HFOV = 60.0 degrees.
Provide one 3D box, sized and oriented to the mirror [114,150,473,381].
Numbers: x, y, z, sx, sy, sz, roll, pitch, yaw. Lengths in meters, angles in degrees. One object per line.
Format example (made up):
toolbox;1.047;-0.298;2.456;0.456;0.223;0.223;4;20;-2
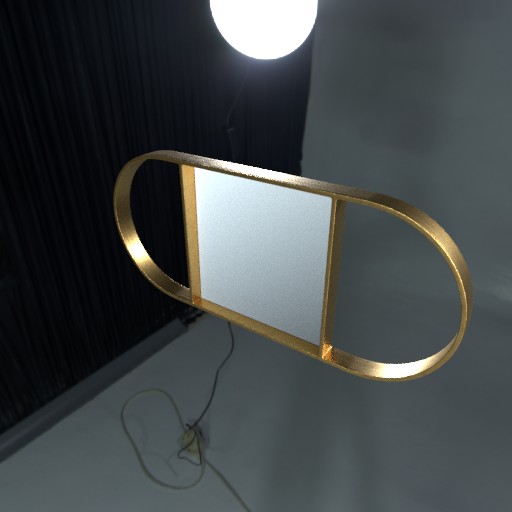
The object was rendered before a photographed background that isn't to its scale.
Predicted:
mirror;0.000;0.000;0.649;0.584;0.254;0.032;18;33;30
